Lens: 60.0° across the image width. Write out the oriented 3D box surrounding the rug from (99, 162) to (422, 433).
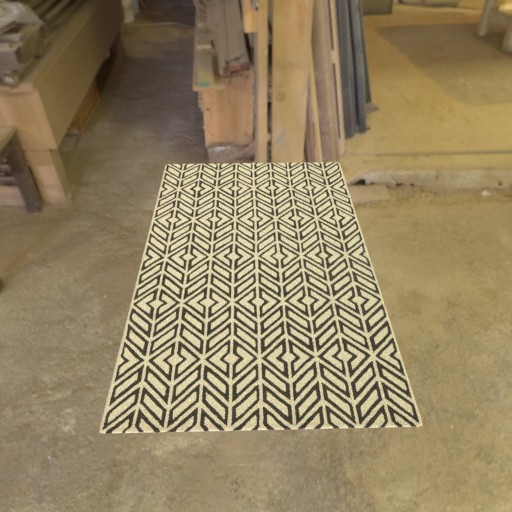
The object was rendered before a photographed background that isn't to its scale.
[{"bbox_3d":[0.000,0.000,2.981,1.523,0.008,2.438,-1,42,-1],"label":"rug"}]
